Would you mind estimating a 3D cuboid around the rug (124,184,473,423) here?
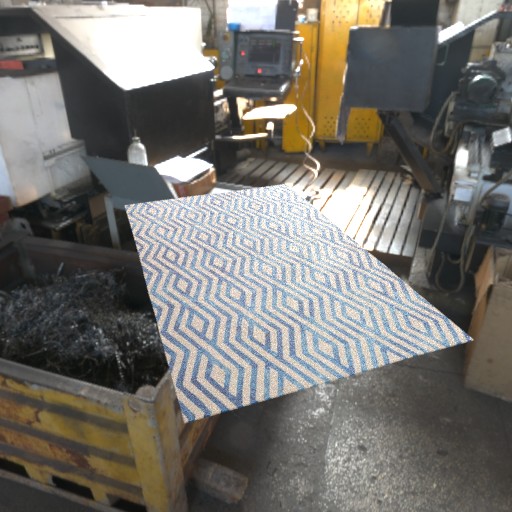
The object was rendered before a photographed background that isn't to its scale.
[{"bbox_3d":[0.000,0.000,3.072,1.531,0.008,2.439,-10,31,-17],"label":"rug"}]
